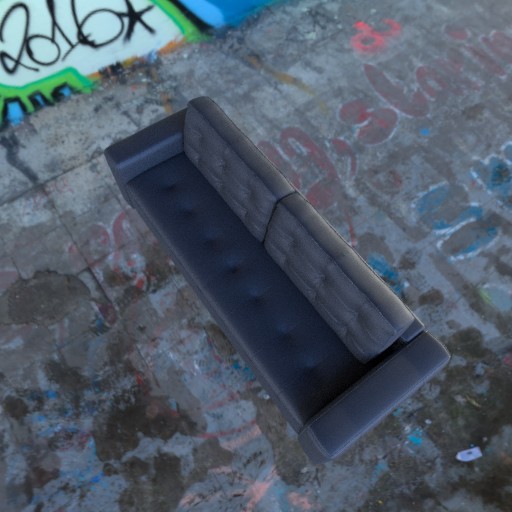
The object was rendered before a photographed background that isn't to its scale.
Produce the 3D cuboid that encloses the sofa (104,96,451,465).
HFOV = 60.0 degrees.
[{"bbox_3d":[0.000,0.000,2.690,0.833,0.893,2.275,-33,67,-16],"label":"sofa"}]
